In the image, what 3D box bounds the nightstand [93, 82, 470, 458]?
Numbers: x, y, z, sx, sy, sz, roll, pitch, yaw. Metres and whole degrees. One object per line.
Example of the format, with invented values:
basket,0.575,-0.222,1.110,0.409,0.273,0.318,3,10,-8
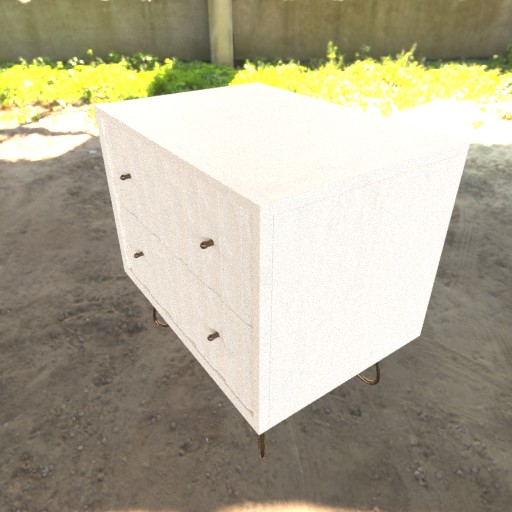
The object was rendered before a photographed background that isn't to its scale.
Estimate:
nightstand,0.000,0.000,1.002,0.447,0.604,0.614,-21,37,-29
